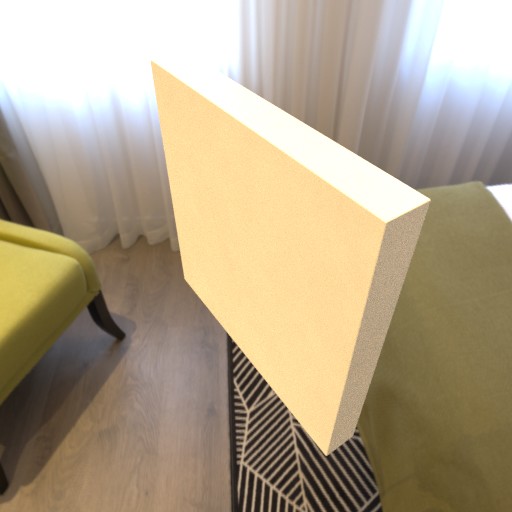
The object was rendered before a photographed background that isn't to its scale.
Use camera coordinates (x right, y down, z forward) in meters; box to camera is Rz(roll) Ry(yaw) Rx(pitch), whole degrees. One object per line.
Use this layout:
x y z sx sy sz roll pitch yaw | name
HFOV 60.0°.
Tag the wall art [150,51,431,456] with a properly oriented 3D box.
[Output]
0.000 0.000 0.446 0.038 0.305 0.305 -25 49 -25 | wall art
